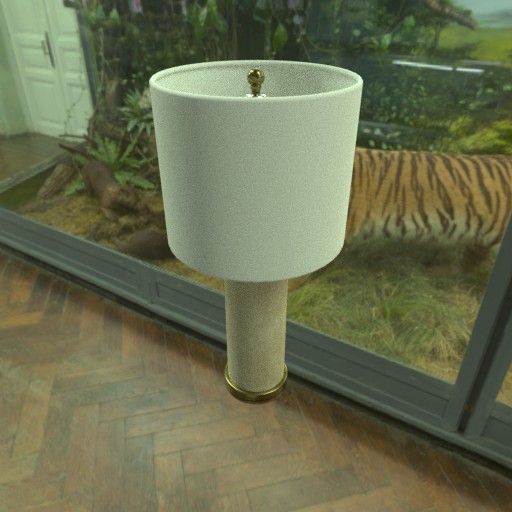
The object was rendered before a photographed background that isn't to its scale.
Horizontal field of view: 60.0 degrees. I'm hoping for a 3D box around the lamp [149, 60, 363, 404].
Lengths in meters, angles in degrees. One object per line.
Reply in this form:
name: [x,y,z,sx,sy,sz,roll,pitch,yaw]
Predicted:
lamp: [0.000,0.000,0.804,0.305,0.634,0.305,0,32,1]
